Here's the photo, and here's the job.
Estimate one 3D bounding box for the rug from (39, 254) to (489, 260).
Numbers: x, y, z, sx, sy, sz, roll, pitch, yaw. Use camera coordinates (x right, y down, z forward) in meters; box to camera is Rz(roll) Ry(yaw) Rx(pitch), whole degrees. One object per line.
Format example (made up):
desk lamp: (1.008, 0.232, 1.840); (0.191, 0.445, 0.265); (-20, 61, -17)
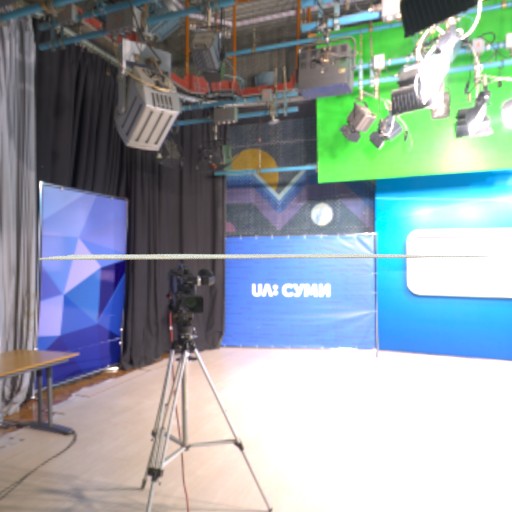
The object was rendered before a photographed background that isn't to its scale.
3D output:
rug: (0.000, 0.000, 3.008); (2.442, 0.016, 1.527); (0, 1, -17)
